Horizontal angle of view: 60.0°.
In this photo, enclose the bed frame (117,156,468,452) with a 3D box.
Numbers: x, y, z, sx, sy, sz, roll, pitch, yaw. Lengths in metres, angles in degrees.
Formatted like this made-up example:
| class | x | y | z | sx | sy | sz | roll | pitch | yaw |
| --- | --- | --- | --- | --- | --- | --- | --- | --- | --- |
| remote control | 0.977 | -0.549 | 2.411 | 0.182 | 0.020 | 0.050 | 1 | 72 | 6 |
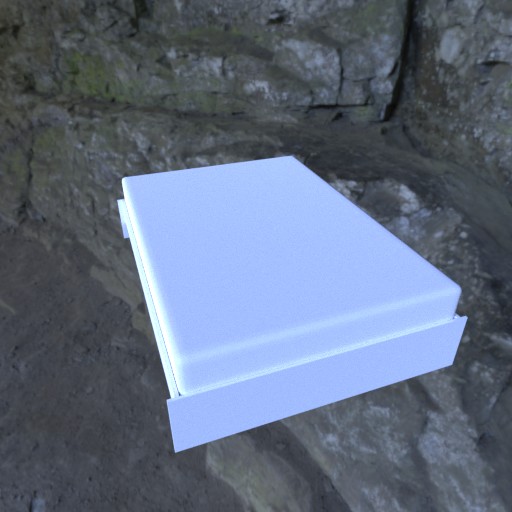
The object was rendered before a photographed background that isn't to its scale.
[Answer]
| class | x | y | z | sx | sy | sz | roll | pitch | yaw |
| --- | --- | --- | --- | --- | --- | --- | --- | --- | --- |
| bed frame | 0.000 | 0.000 | 2.722 | 1.445 | 0.497 | 1.945 | -11 | 34 | -17 |
